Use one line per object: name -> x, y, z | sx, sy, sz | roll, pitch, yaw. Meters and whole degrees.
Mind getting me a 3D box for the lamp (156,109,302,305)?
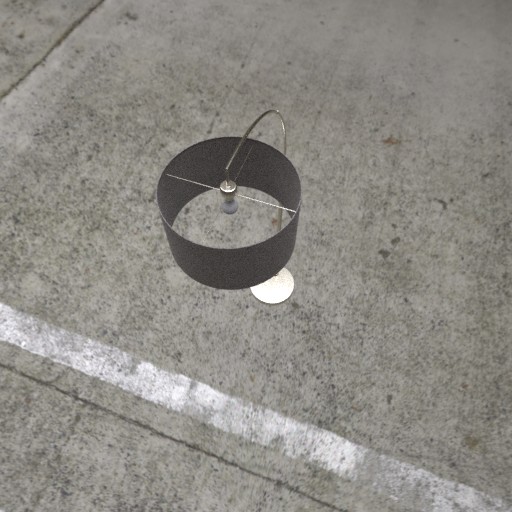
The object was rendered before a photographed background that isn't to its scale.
lamp -> 0.000, 0.000, 2.153 | 0.452, 1.735, 0.934 | 17, 60, 10
